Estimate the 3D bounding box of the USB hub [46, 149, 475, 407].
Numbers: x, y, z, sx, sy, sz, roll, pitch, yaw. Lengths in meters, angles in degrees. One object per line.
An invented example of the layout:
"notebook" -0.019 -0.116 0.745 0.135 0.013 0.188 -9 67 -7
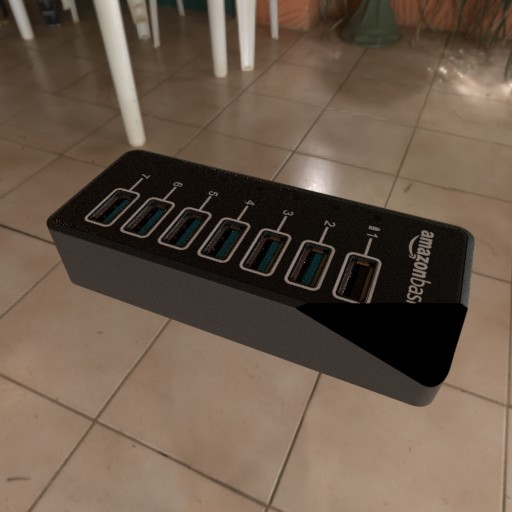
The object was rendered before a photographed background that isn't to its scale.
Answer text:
"USB hub" 0.000 0.000 0.127 0.110 0.023 0.044 16 47 16
